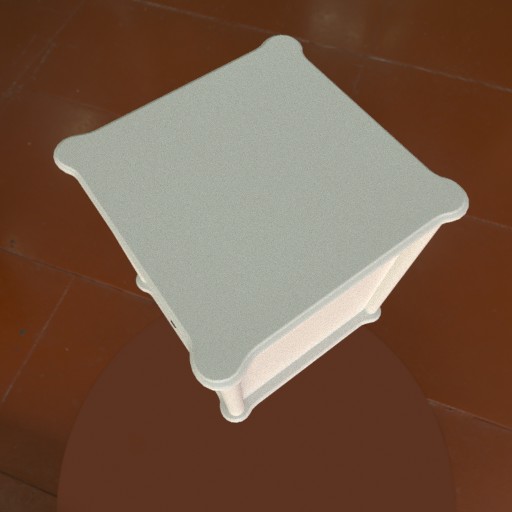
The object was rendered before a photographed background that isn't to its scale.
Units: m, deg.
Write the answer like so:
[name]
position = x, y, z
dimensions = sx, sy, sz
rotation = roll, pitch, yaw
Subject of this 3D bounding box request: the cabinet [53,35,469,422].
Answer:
[cabinet]
position = 0.000, 0.000, 1.226
dimensions = 0.627, 0.761, 0.628
rotation = -33, 68, -15
